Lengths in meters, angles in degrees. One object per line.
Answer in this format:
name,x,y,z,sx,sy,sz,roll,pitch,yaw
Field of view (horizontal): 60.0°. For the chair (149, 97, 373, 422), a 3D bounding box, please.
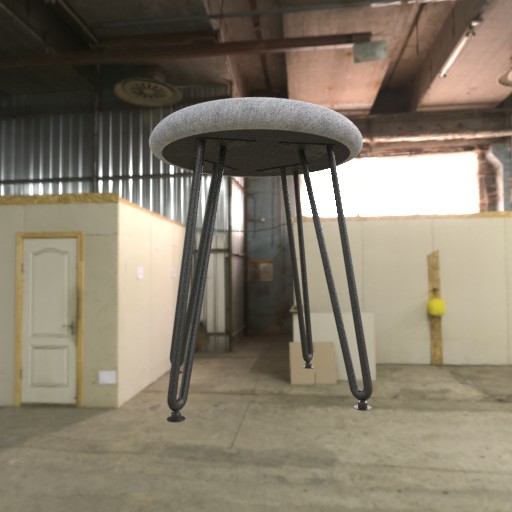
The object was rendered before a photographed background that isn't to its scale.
chair,0.000,0.000,0.653,0.350,0.386,0.350,-1,-2,35
